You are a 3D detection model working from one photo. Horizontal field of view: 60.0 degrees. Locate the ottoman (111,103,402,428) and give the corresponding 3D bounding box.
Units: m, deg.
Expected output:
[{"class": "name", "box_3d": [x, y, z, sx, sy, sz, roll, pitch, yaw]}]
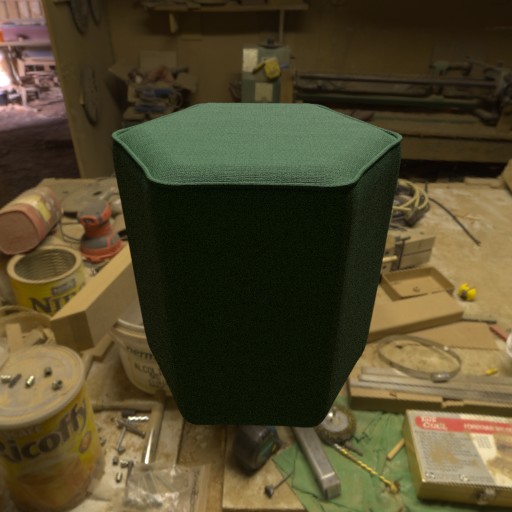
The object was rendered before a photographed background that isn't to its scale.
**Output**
[{"class": "ottoman", "box_3d": [0.000, 0.000, 0.878, 0.499, 0.507, 0.444, 1, 32, 1]}]
